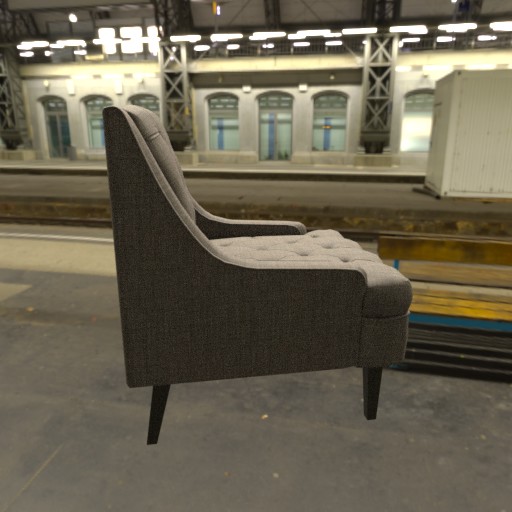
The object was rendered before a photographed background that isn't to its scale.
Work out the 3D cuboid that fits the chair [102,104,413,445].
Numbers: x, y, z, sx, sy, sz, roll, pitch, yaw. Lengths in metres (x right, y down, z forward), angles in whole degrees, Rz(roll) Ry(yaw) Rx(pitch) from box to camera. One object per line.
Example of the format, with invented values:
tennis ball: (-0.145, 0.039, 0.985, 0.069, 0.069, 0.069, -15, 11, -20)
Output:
chair: (0.000, 0.000, 1.411, 0.771, 0.891, 0.655, -3, 16, -9)
